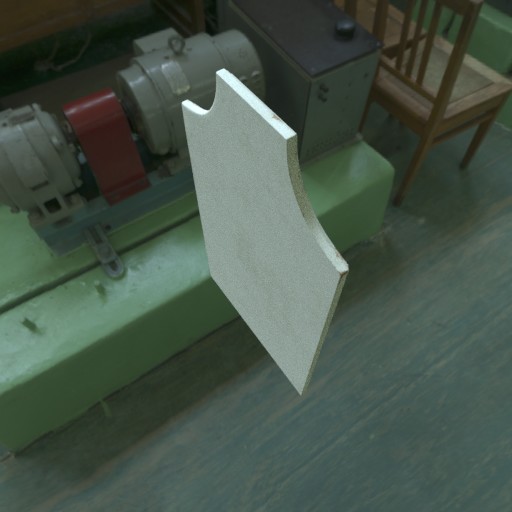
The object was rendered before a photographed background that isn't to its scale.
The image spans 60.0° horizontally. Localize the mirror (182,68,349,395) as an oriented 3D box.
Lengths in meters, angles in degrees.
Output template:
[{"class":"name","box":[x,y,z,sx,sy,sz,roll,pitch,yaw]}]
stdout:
[{"class":"mirror","box":[0.000,0.000,0.844,0.022,0.717,0.403,-31,63,-18]}]
